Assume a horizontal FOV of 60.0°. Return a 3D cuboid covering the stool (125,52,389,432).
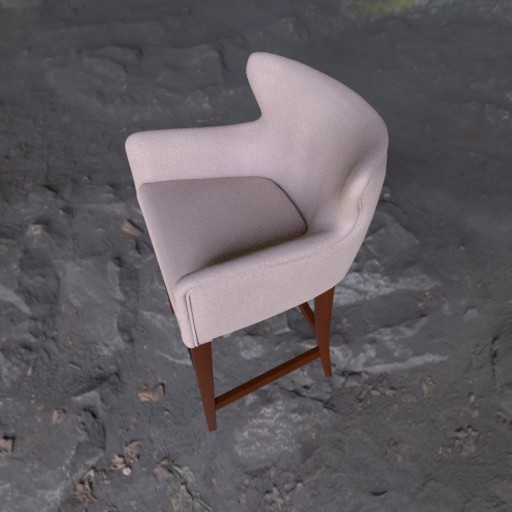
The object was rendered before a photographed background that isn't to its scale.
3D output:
[{"bbox_3d":[0.000,0.000,1.328,0.570,0.951,0.601,-16,49,-14],"label":"stool"}]
